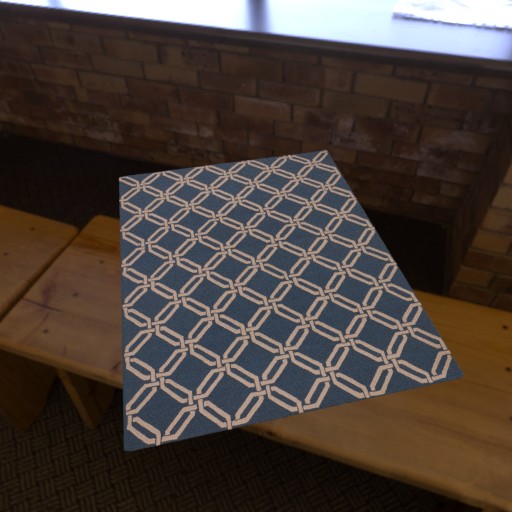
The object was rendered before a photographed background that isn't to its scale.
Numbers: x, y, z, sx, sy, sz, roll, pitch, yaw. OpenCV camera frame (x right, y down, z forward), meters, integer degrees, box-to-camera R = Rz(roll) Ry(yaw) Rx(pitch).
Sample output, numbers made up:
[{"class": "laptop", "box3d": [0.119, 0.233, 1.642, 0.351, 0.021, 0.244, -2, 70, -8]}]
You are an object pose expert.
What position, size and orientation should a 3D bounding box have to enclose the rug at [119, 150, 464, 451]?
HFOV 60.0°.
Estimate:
[{"class": "rug", "box3d": [0.000, 0.000, 3.809, 2.277, 0.020, 2.867, -9, 47, -9]}]
